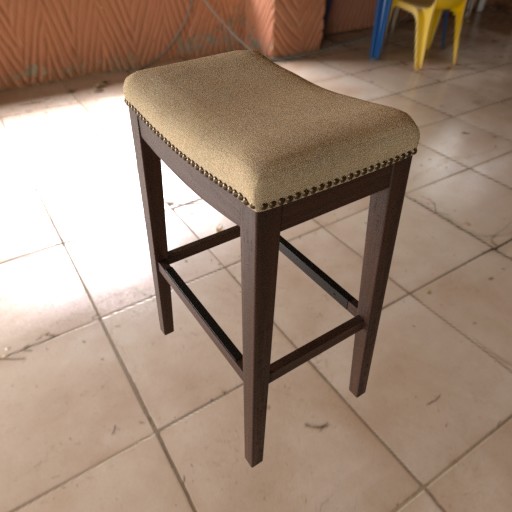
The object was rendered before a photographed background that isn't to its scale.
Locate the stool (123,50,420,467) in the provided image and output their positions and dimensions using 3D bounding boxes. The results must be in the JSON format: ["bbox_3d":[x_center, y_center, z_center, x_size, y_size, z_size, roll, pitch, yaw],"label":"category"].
[{"bbox_3d":[0.000,0.000,1.026,0.363,0.768,0.509,-23,45,-25],"label":"stool"}]
